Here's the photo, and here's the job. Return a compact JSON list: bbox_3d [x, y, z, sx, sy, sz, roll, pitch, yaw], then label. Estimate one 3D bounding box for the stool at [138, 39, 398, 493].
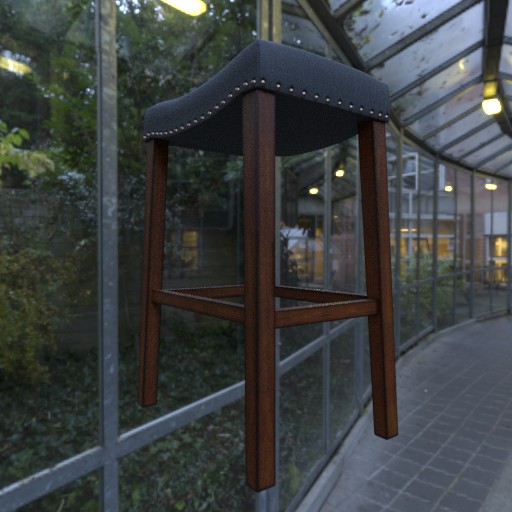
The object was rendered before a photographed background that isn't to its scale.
[{"bbox_3d":[0.000,0.000,1.008,0.366,0.748,0.502,-1,1,-36],"label":"stool"}]
